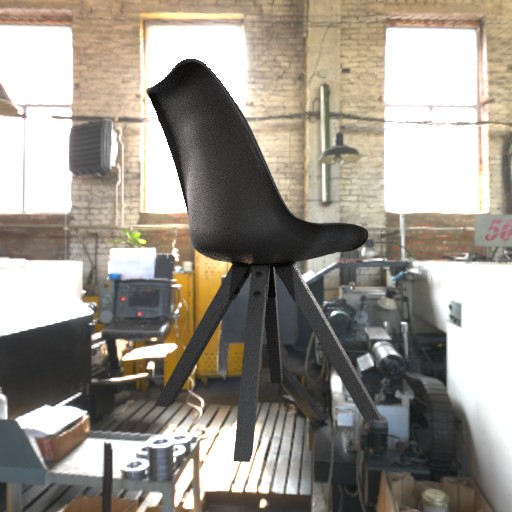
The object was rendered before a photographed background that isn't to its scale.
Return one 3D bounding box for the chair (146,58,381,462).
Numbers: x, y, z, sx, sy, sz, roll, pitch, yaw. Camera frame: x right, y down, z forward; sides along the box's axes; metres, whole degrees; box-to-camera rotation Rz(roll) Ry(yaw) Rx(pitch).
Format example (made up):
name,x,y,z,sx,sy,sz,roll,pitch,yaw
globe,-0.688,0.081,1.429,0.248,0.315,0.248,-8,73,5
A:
name,x,y,z,sx,sy,sz,roll,pitch,yaw
chair,0.000,0.000,1.192,0.550,0.850,0.485,0,0,-35
